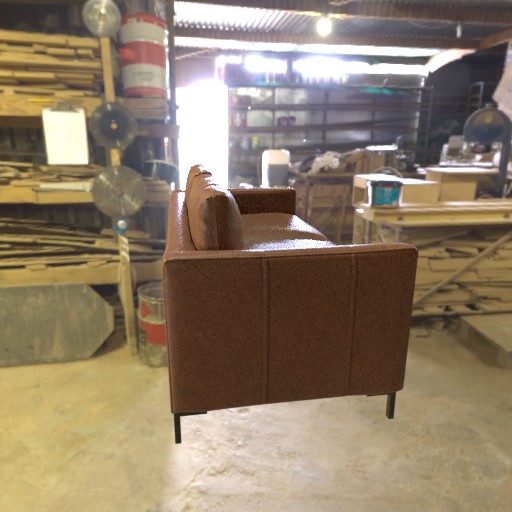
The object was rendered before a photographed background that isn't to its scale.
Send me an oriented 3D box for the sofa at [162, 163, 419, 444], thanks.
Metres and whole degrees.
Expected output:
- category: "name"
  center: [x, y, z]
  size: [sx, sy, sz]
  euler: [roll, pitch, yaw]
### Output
- category: "sofa"
  center: [0.000, 0.000, 2.326]
  size: [0.899, 0.883, 1.797]
  euler: [-3, 16, -10]
